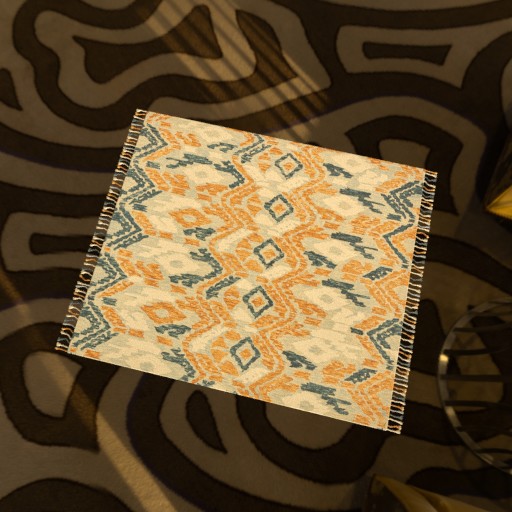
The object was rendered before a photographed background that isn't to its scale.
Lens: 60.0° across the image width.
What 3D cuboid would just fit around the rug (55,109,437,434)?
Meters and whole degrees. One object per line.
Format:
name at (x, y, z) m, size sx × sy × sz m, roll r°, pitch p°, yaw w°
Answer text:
rug at (0.000, 0.000, 4.080) m, size 3.048 × 0.010 × 2.439 m, roll 13°, pitch 76°, yaw 3°
